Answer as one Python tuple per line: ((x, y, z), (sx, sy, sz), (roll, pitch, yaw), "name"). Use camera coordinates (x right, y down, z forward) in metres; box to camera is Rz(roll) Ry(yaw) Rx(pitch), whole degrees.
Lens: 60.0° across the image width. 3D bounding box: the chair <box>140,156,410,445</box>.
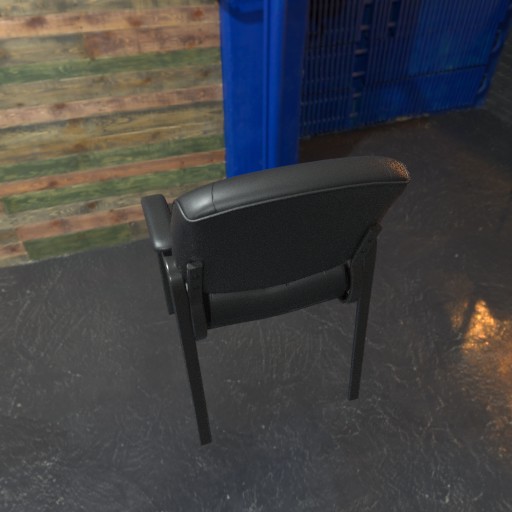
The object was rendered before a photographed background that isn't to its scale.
((0.000, 0.000, 1.319), (0.591, 0.910, 0.668), (-12, 43, -13), "chair")
